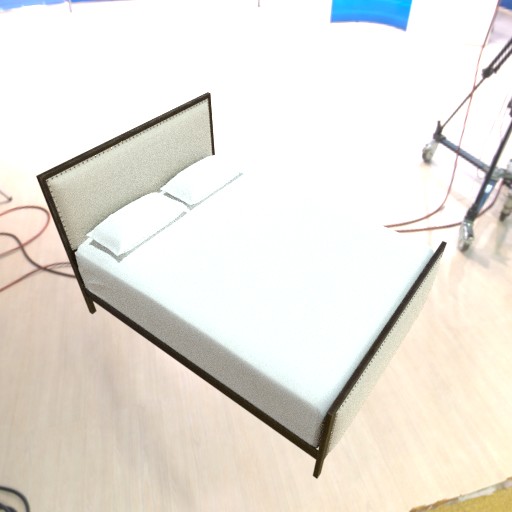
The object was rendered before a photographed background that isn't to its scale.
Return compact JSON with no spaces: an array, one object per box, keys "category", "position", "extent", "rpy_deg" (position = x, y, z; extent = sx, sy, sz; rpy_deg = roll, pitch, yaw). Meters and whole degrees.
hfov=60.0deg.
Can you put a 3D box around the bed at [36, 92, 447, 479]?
[{"category":"bed","position":[0.000,0.000,3.184],"extent":[2.221,1.313,1.607],"rpy_deg":[27,49,26]}]
